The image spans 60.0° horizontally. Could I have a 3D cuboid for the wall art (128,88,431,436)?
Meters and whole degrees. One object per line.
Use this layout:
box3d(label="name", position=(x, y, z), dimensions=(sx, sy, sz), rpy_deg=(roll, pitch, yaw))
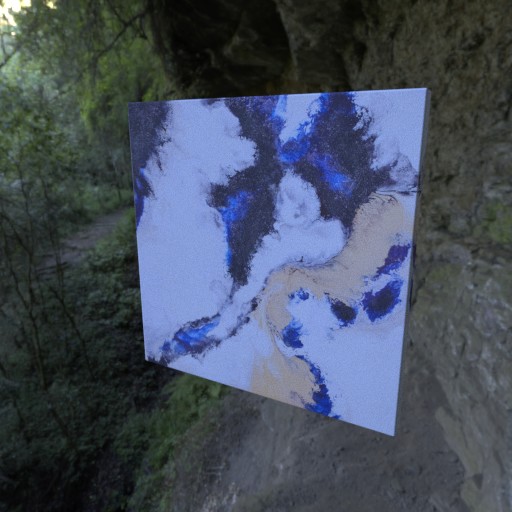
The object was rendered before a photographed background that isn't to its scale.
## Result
box3d(label="wall art", position=(0.000, 0.000, 0.900), dimensions=(0.609, 0.609, 0.039), rpy_deg=(8, 17, 28))
